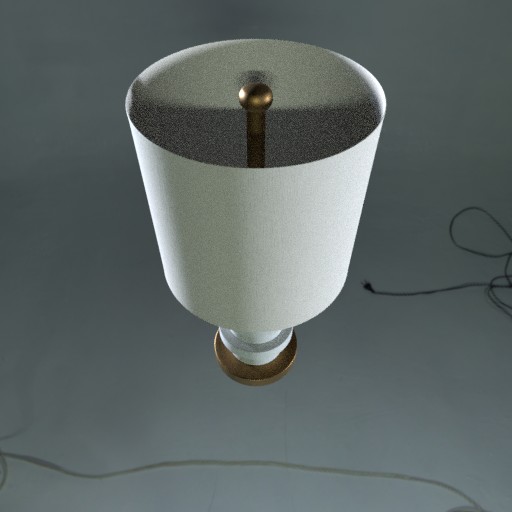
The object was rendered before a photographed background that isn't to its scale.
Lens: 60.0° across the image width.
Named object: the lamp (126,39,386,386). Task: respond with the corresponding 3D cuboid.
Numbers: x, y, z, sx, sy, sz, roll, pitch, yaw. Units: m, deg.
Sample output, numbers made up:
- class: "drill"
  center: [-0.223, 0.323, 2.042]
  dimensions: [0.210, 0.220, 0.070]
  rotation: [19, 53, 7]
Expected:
- class: "lamp"
  center: [0.000, 0.000, 0.511]
  dimensions: [0.210, 0.410, 0.210]
  rotation: [-2, 48, -2]
